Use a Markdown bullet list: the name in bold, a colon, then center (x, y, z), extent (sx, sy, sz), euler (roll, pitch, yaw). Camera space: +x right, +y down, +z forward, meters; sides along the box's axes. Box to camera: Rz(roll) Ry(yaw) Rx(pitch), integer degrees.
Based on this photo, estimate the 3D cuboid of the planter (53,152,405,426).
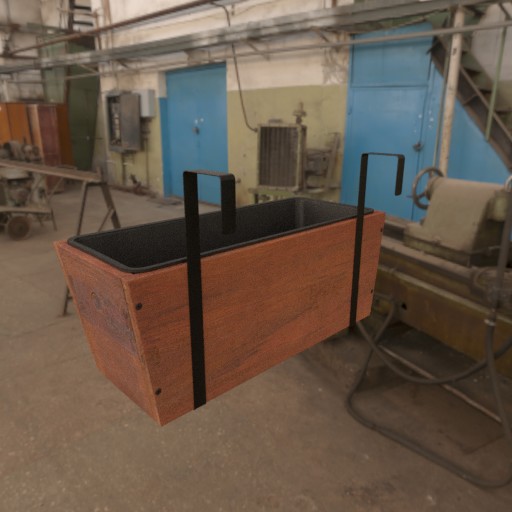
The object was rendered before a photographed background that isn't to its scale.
- **planter**: center (0.000, 0.000, 0.654), extent (0.480, 0.289, 0.262), euler (-16, 24, -41)
